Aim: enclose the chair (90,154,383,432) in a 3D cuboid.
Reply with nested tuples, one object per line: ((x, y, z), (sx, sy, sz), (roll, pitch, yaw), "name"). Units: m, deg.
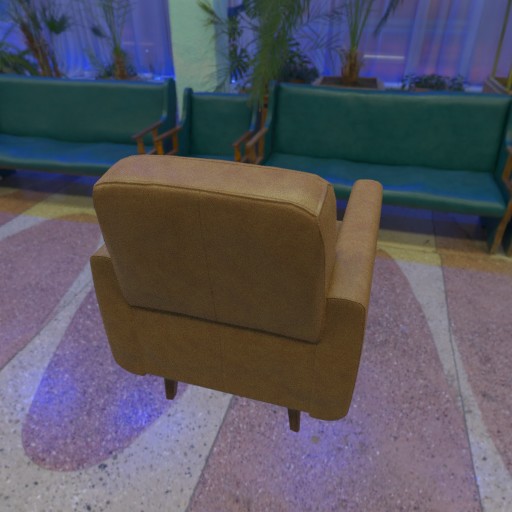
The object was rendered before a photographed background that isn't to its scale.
((0.000, 0.000, 1.637), (0.845, 0.968, 0.942), (9, 34, 14), "chair")
